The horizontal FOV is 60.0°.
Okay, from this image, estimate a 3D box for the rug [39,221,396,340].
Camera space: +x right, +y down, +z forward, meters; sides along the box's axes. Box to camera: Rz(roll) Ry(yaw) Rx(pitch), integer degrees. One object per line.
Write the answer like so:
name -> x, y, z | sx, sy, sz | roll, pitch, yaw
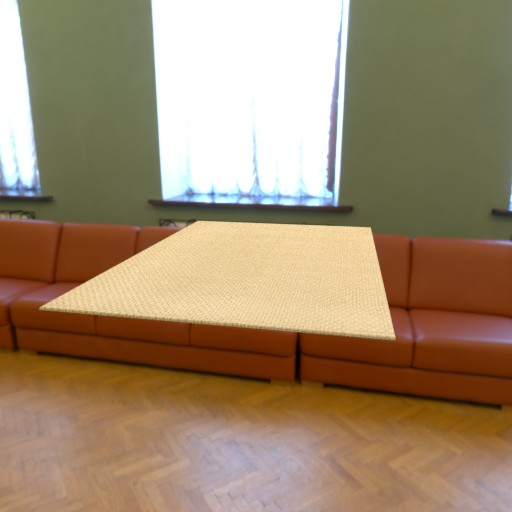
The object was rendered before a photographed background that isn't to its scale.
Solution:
rug -> 0.000, 0.000, 2.823 | 1.509, 0.013, 2.144 | 3, 15, 11
